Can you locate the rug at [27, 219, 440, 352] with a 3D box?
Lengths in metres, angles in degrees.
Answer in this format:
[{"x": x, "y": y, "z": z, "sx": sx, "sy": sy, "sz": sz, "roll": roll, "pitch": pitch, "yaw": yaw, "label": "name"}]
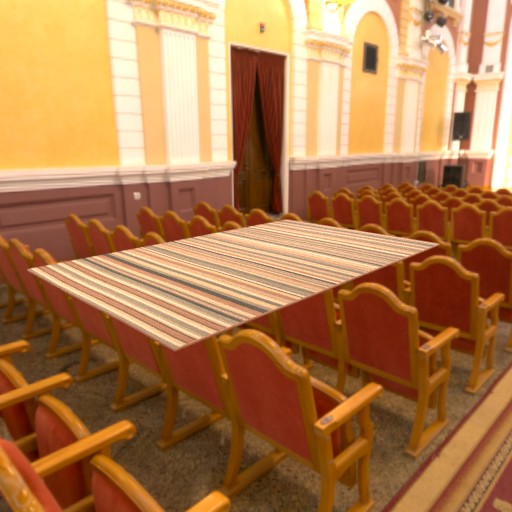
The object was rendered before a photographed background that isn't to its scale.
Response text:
[{"x": 0.000, "y": 0.000, "z": 3.023, "sx": 1.523, "sy": 0.014, "sz": 2.438, "roll": 14, "pitch": 20, "yaw": 42, "label": "rug"}]
